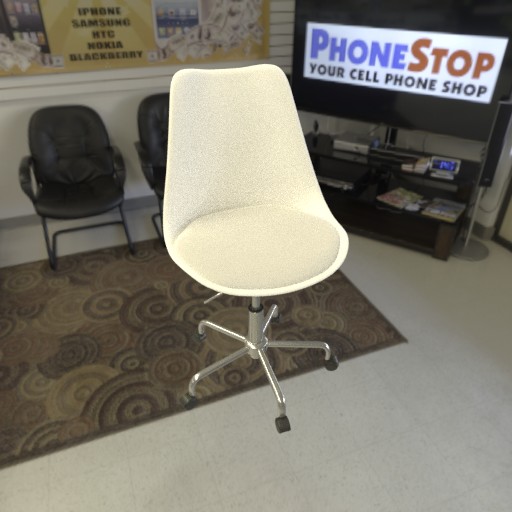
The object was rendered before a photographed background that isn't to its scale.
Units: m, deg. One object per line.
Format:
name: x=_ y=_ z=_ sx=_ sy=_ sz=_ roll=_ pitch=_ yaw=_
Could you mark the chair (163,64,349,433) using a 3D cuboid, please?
chair: x=0.000 y=0.000 z=1.271 sx=0.550 sy=0.930 sz=0.550 roll=-10 pitch=34 yaw=-15
